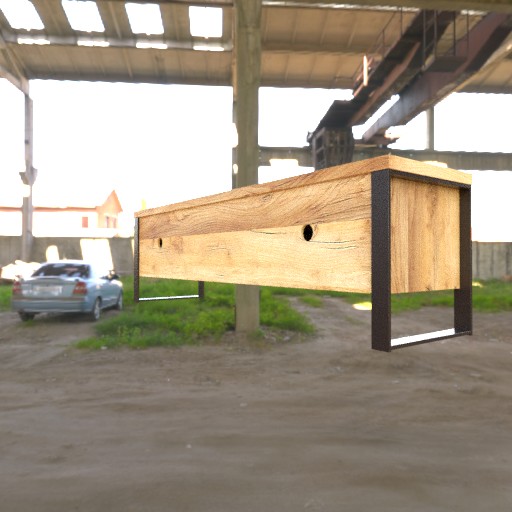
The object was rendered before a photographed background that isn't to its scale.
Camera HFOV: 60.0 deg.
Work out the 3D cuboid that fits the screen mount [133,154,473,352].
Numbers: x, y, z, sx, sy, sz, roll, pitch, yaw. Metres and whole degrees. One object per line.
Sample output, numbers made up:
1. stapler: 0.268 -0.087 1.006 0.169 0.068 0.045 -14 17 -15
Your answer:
1. screen mount: 0.000 0.000 1.730 0.395 0.450 1.524 0 -1 -37
